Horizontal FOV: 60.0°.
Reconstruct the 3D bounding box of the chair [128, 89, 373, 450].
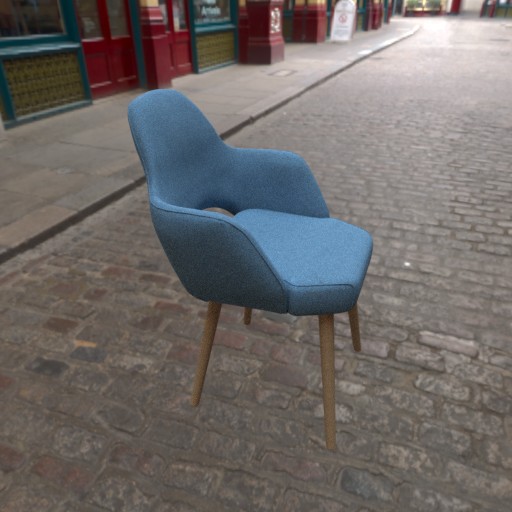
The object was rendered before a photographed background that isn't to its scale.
[{"bbox_3d":[0.000,0.000,1.349,0.666,0.920,0.589,11,31,18],"label":"chair"}]
